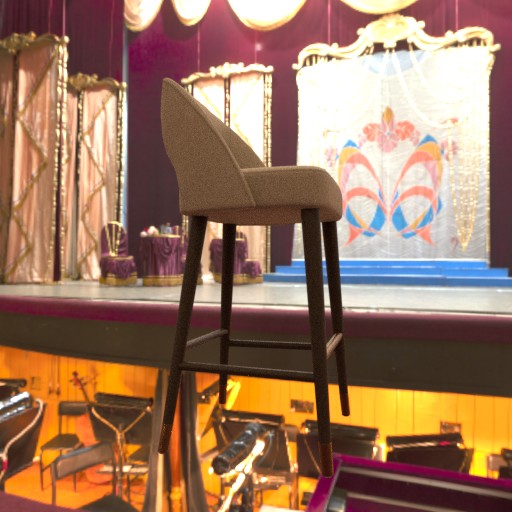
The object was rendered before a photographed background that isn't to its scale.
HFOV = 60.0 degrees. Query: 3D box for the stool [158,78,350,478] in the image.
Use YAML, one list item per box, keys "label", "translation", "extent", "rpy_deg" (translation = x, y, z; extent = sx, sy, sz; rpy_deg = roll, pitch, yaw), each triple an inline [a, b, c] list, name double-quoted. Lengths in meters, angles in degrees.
- label: "stool"
  translation: [0.000, 0.000, 1.319]
  extent: [0.509, 1.037, 0.494]
  rpy_deg: [0, -1, 17]
